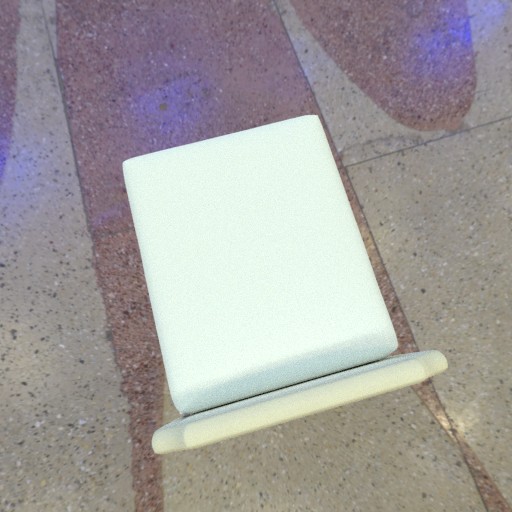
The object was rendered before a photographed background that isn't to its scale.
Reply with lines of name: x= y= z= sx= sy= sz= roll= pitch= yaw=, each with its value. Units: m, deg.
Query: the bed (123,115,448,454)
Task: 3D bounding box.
bed: x=0.000 y=0.000 z=3.278 sx=1.827 sy=1.296 sz=2.209 roll=-15 pitch=75 yaw=-4
